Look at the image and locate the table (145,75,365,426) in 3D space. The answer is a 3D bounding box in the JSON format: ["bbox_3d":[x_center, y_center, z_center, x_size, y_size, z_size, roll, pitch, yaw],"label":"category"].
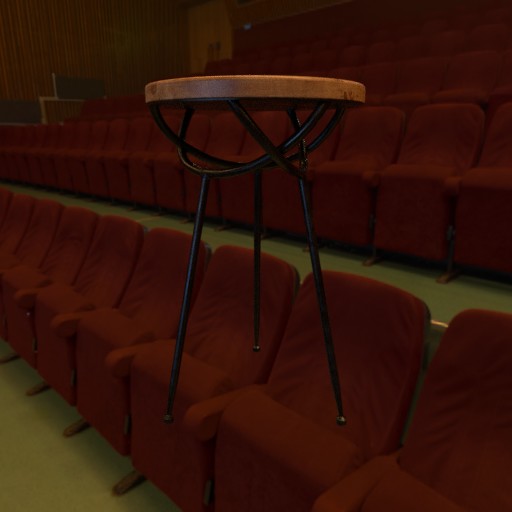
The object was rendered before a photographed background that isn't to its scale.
[{"bbox_3d":[0.000,0.000,0.931,0.418,0.664,0.414,15,22,42],"label":"table"}]
